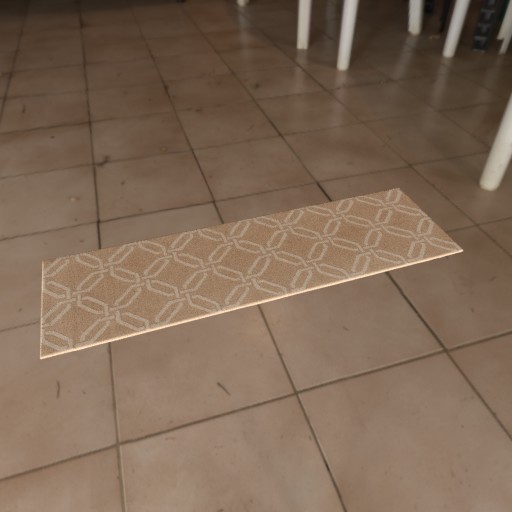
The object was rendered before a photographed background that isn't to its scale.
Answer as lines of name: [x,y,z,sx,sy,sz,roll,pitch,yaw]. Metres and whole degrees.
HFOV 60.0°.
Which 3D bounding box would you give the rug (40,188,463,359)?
rug: [0.000,0.000,2.497,2.276,0.014,0.678,-13,44,-14]
